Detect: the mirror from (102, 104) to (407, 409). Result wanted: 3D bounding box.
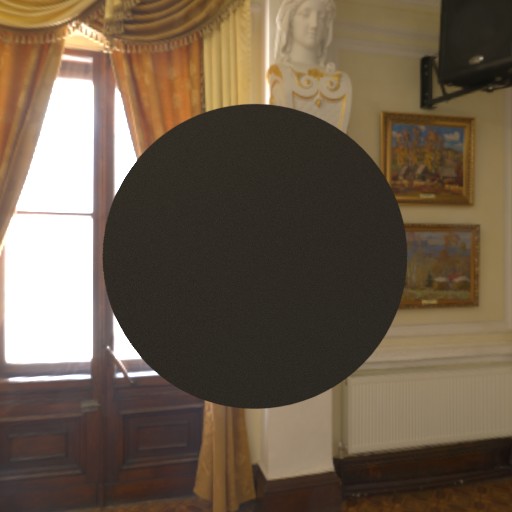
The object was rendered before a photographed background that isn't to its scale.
[{"bbox_3d":[0.000,0.000,1.579,1.077,1.077,0.036,0,0,-1],"label":"mirror"}]
